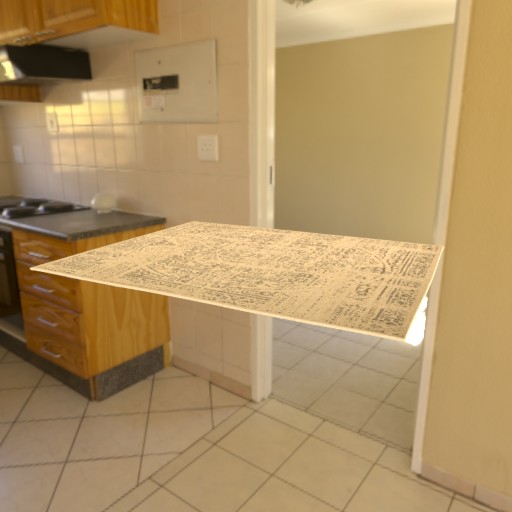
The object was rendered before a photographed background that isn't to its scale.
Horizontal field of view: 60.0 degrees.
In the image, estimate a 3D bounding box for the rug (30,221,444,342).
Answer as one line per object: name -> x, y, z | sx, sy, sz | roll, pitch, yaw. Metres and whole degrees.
rug -> 0.000, 0.000, 3.913 | 2.921, 0.032, 2.311 | 7, 17, 26
